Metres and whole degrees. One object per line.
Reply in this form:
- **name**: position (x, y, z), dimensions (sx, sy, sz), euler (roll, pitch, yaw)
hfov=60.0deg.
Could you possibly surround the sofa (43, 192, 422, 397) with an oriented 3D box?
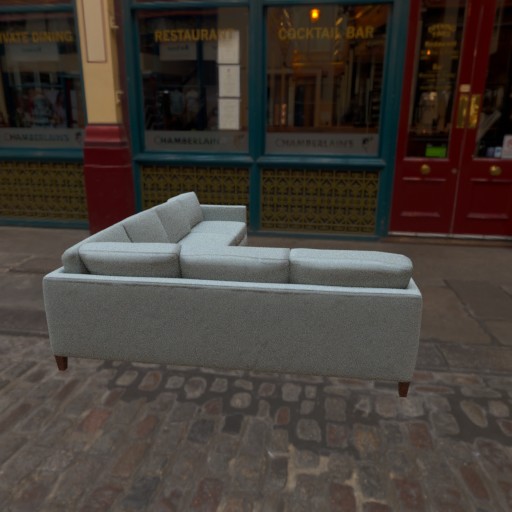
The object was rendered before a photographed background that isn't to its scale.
- **sofa**: position (0.000, 0.000, 4.507), dimensions (2.592, 0.947, 3.301), euler (2, 16, 8)
